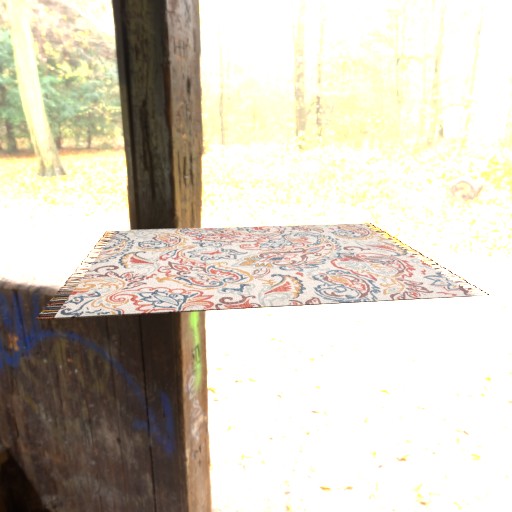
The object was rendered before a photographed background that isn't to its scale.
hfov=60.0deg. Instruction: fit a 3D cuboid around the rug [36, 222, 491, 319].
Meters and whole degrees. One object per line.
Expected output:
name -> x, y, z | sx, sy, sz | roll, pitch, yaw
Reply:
rug -> 0.000, 0.000, 4.307 | 3.274, 0.015, 2.439 | -2, 17, -7
